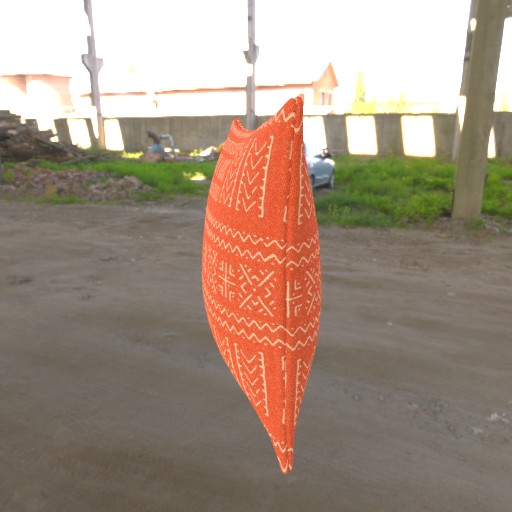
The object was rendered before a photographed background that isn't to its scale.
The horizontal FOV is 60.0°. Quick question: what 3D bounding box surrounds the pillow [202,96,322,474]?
[{"bbox_3d":[0.000,0.000,0.682,0.164,0.429,0.438,-3,15,-10],"label":"pillow"}]
